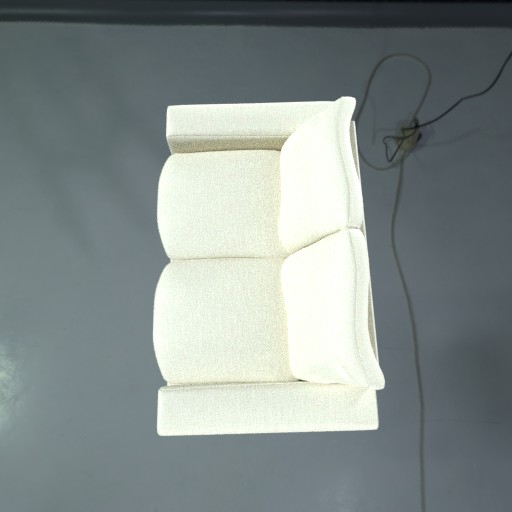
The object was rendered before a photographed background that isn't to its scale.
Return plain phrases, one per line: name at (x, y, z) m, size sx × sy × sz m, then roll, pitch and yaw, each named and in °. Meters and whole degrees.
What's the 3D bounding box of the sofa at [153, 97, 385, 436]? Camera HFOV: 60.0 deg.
sofa at (0.000, 0.000, 2.371) m, size 1.091 × 0.875 × 1.754 m, roll -2°, pitch 74°, yaw 0°
